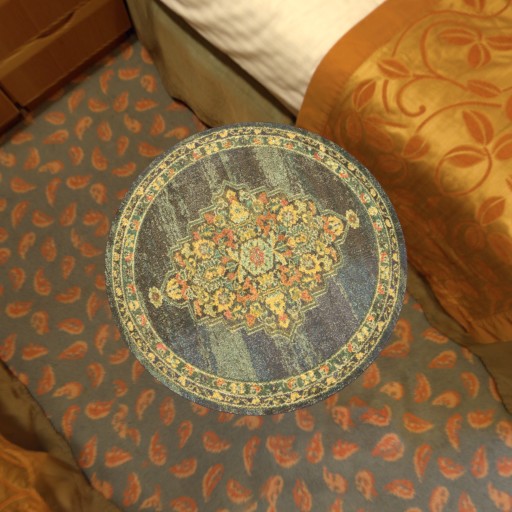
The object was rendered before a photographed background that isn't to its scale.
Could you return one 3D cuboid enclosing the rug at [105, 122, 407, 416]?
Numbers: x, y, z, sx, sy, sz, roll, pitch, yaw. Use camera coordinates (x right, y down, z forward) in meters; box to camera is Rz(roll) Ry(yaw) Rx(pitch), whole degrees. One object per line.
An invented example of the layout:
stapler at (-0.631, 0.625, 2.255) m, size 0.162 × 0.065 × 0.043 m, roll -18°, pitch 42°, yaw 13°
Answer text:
rug at (0.000, 0.000, 3.504) m, size 2.386 × 0.014 × 2.386 m, roll 0°, pitch 75°, yaw 0°
